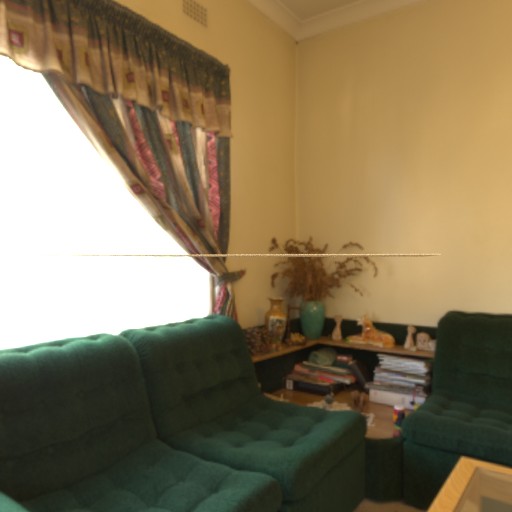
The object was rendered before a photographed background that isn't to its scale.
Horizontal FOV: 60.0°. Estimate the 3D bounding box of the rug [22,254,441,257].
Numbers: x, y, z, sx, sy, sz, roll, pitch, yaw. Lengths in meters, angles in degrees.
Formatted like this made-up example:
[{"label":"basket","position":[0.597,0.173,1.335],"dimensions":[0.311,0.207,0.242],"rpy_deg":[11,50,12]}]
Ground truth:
[{"label":"rug","position":[0.000,0.000,4.158],"dimensions":[3.067,0.005,2.454],"rpy_deg":[0,0,19]}]
